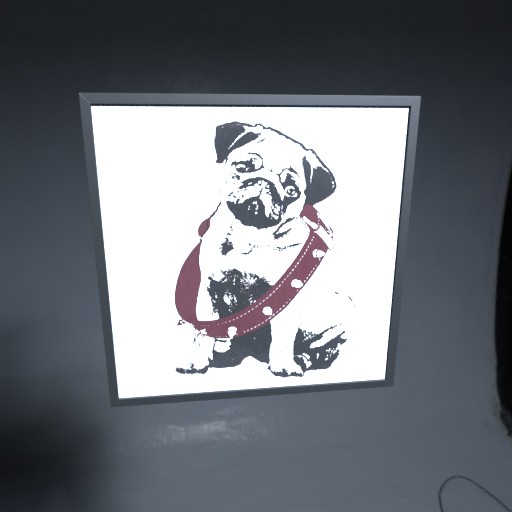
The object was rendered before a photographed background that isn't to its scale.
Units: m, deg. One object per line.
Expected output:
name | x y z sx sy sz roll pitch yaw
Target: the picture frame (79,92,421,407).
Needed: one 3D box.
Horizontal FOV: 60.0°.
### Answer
picture frame | 0.000 0.000 0.465 0.317 0.317 0.030 -2 16 -7
